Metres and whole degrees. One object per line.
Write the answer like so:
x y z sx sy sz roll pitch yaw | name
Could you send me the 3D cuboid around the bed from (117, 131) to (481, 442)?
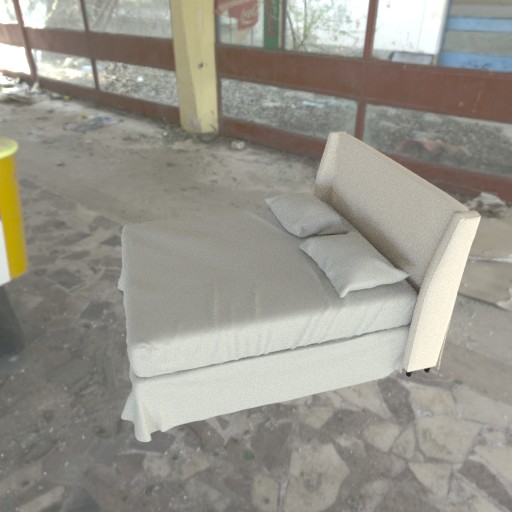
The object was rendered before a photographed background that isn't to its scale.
0.000 0.000 3.474 2.276 1.332 1.925 -8 32 -13 | bed
